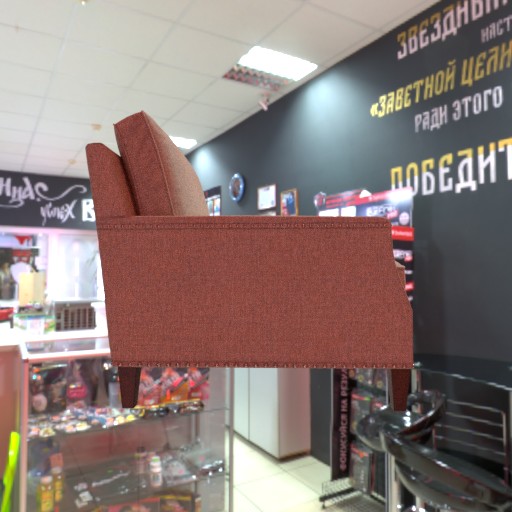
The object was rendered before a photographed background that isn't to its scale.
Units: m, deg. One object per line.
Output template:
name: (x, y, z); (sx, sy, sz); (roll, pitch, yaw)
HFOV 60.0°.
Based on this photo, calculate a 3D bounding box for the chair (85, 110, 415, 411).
chair: (0.000, 0.000, 1.737); (1.014, 0.943, 0.853); (0, -2, 2)
